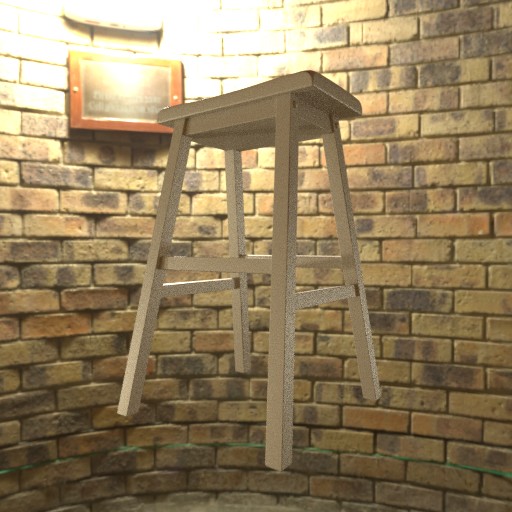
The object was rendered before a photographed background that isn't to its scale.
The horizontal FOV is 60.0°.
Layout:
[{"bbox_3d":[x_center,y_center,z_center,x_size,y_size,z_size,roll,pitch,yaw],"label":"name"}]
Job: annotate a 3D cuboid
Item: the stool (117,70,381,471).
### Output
[{"bbox_3d":[0.000,0.000,1.087,0.457,0.737,0.476,1,1,36],"label":"stool"}]
